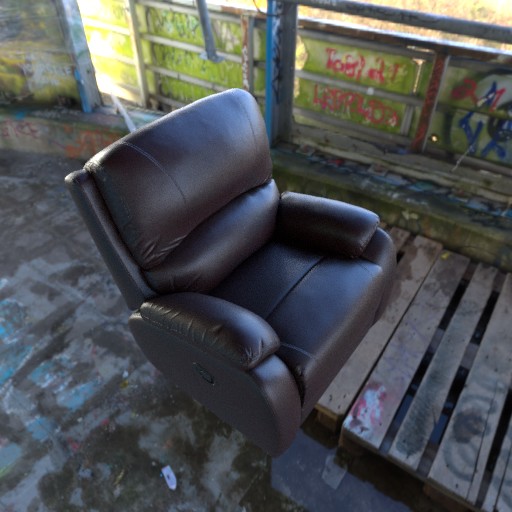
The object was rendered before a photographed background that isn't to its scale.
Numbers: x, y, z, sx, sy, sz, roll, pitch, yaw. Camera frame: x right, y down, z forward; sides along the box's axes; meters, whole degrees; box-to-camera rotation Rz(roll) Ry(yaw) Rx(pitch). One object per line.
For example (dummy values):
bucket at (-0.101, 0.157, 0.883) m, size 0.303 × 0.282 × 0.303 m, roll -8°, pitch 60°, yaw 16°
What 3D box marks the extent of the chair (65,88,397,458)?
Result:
chair at (0.000, 0.000, 1.724) m, size 0.899 × 1.011 × 0.930 m, roll 26°, pitch 48°, yaw 27°
